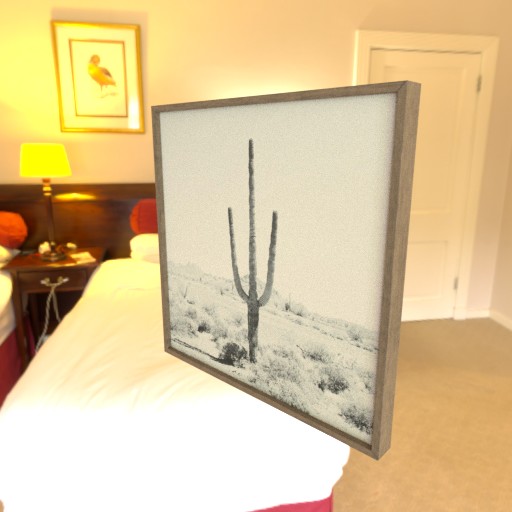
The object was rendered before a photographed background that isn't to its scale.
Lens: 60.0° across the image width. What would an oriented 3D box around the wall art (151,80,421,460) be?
[{"bbox_3d":[0.000,0.000,0.750,0.508,0.508,0.038,13,19,41],"label":"wall art"}]
